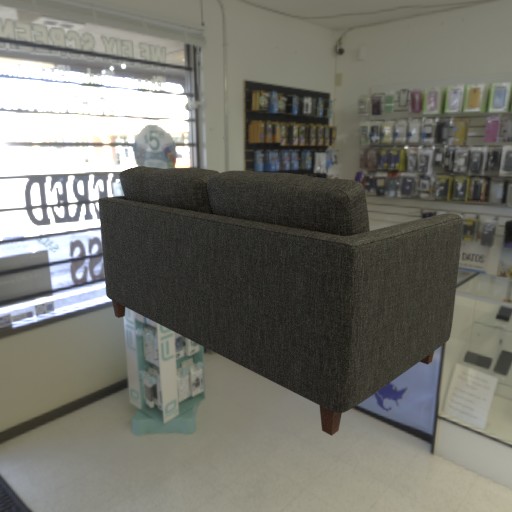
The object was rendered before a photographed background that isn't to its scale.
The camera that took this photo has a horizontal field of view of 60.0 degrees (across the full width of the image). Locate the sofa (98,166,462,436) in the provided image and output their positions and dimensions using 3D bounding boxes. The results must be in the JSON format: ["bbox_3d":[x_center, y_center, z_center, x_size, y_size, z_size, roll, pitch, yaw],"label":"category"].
[{"bbox_3d":[0.000,0.000,2.461,0.950,0.963,1.884,-13,19,-43],"label":"sofa"}]
